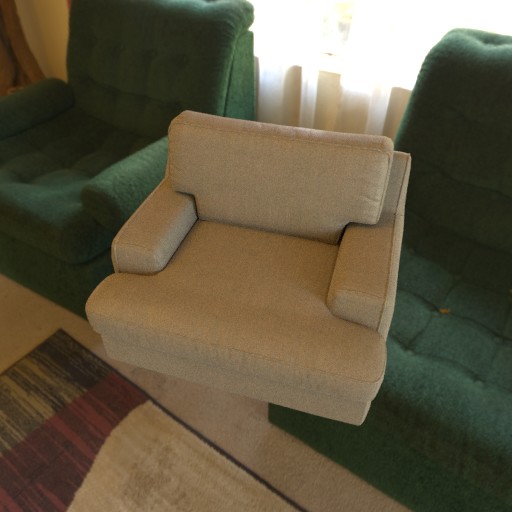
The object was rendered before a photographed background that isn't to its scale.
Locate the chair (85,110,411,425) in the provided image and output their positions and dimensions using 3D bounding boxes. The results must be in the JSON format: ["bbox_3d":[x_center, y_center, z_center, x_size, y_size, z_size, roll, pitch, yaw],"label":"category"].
[{"bbox_3d":[0.000,0.000,2.050,1.270,0.974,1.043,11,43,13],"label":"chair"}]
